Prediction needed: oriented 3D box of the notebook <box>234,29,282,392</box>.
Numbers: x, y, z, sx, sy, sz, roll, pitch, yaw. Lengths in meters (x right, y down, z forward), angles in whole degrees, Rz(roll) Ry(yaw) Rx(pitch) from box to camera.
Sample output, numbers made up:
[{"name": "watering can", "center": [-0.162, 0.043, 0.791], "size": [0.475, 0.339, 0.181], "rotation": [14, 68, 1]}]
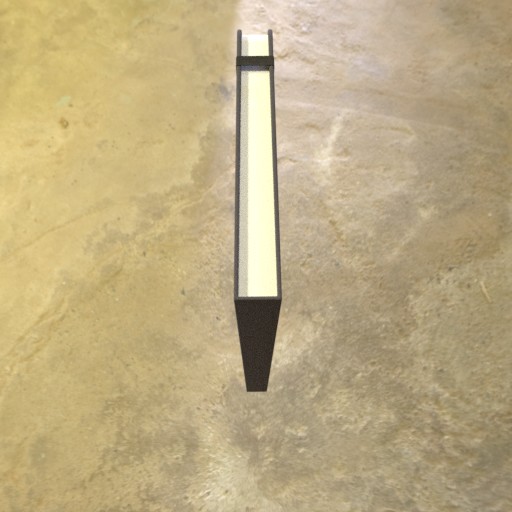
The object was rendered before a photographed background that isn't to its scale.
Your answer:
[{"name": "notebook", "center": [0.000, 0.000, 0.262], "size": [0.016, 0.213, 0.127], "rotation": [0, 66, 0]}]
